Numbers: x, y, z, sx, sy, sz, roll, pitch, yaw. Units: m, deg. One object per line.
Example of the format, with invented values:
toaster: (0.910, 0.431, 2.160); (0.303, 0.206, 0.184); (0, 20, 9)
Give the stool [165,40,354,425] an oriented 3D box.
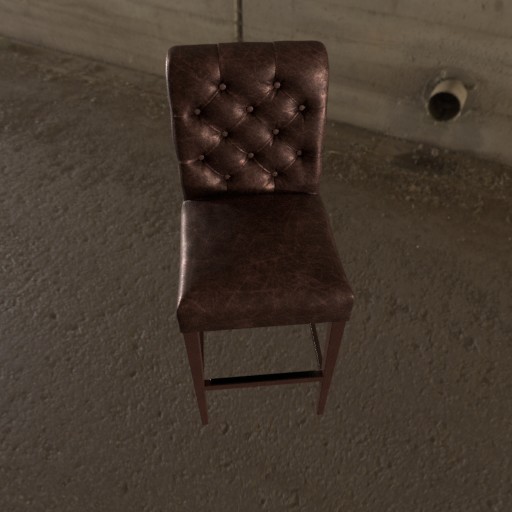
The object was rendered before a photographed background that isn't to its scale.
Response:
stool: (0.000, 0.000, 1.492); (0.483, 1.168, 0.659); (-4, 46, -4)
